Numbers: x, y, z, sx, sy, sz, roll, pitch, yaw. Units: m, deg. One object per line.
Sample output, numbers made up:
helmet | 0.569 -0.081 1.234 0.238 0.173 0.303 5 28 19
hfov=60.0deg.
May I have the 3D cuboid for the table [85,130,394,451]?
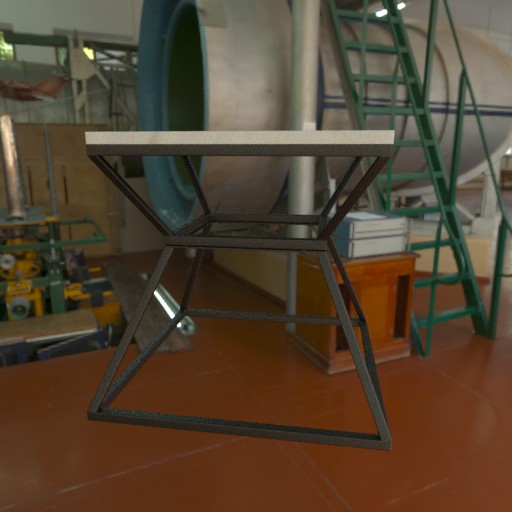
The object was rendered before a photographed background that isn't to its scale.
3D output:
table | 0.000 0.000 0.816 0.455 0.431 0.455 2 14 9
